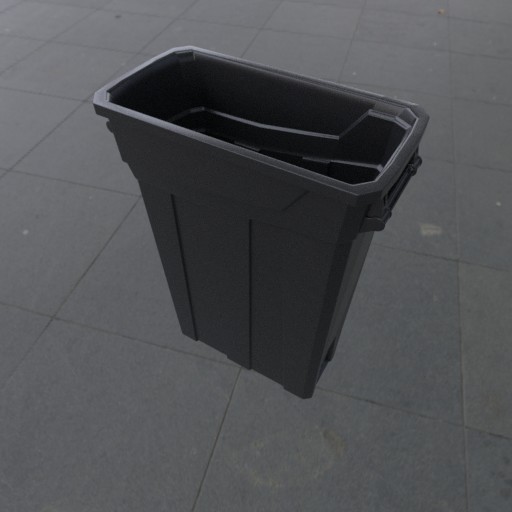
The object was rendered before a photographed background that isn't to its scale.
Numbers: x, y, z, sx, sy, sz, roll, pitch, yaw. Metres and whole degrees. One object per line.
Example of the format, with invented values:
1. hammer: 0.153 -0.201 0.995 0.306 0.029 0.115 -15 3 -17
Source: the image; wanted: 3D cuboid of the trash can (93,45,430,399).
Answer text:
1. trash can: 0.000 0.000 1.035 0.559 0.762 0.281 24 51 20
